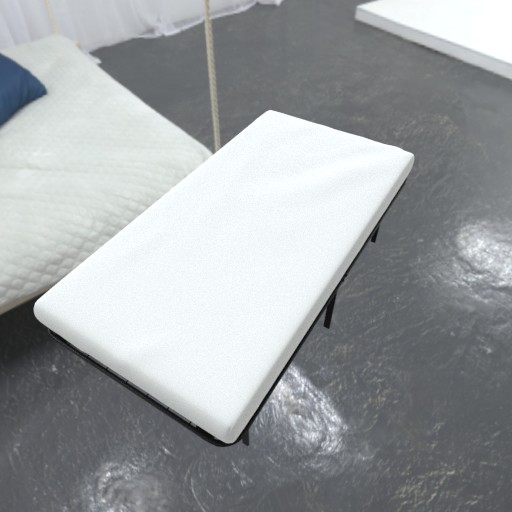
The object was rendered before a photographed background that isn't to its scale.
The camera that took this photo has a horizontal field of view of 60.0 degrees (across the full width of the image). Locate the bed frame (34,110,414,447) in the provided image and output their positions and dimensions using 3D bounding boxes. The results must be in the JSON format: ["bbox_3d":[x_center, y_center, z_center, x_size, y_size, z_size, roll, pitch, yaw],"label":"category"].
[{"bbox_3d":[0.000,0.000,2.345,0.989,0.619,1.903,24,51,21],"label":"bed frame"}]
